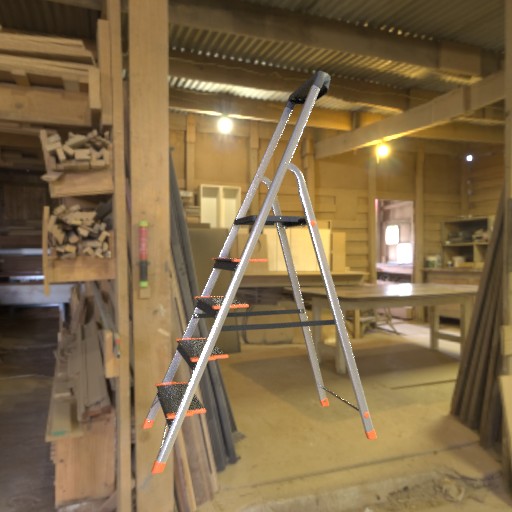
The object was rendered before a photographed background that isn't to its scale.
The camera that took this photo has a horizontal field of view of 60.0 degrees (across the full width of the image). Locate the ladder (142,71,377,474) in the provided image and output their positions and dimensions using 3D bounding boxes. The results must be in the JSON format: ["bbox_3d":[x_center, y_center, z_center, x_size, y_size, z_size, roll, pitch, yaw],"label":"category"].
[{"bbox_3d":[0.000,0.000,2.055,0.995,1.646,0.480,0,1,-19],"label":"ladder"}]
